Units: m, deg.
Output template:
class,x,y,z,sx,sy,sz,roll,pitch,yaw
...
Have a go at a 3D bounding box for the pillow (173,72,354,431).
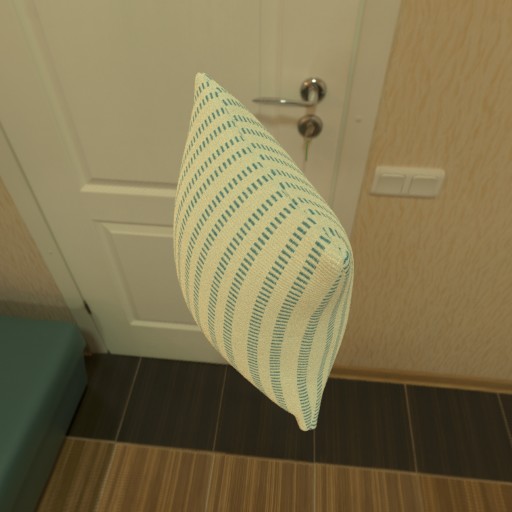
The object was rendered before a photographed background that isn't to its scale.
class,x,y,z,sx,sy,sz,roll,pitch,yaw
pillow,0.000,0.000,0.705,0.247,0.419,0.438,-18,50,-16
